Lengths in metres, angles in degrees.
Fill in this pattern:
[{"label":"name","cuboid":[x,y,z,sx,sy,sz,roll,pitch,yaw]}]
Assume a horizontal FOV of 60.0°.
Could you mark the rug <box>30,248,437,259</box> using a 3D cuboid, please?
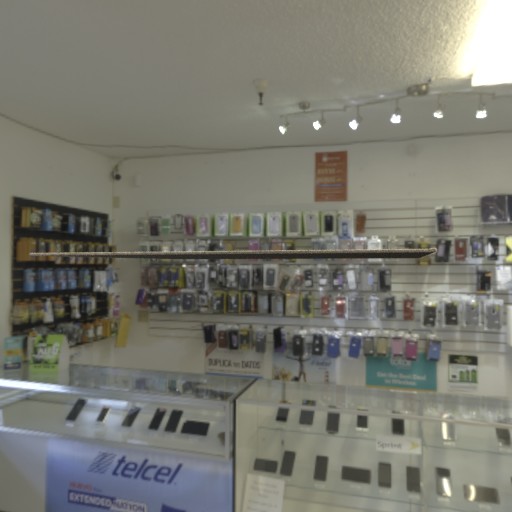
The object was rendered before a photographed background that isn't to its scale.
[{"label":"rug","cuboid":[0.000,0.000,4.228,3.049,0.025,2.449,0,-1,18]}]
